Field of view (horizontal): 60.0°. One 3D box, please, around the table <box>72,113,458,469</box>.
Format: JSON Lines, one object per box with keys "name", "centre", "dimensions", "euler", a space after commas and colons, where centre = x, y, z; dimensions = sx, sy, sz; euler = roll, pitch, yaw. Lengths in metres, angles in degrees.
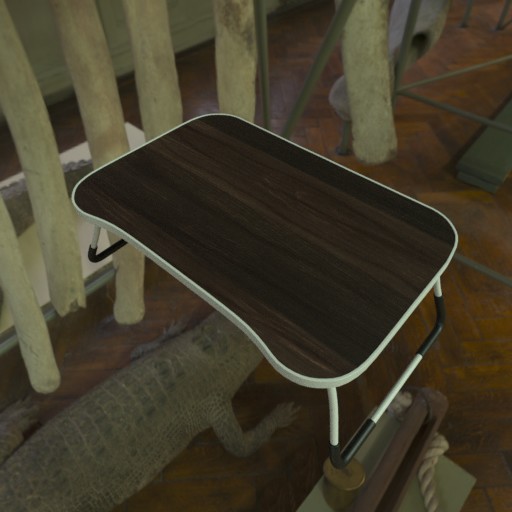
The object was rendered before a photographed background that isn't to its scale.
{"name": "table", "centre": [0.000, 0.000, 0.831], "dimensions": [0.660, 0.232, 0.400], "euler": [33, 55, 27]}
